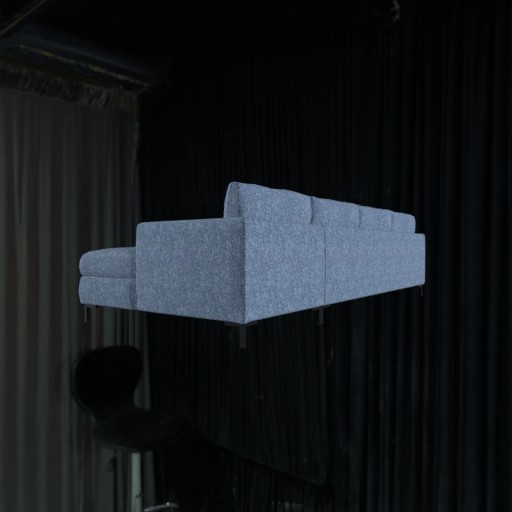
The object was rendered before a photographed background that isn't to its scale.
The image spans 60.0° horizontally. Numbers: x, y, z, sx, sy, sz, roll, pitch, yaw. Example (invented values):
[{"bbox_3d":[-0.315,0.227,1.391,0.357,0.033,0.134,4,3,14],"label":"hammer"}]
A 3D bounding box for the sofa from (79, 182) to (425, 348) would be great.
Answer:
[{"bbox_3d":[0.000,0.000,3.540,1.879,0.756,2.737,1,1,37],"label":"sofa"}]
